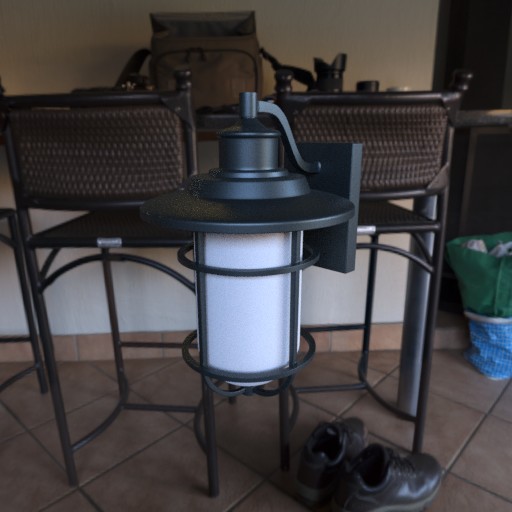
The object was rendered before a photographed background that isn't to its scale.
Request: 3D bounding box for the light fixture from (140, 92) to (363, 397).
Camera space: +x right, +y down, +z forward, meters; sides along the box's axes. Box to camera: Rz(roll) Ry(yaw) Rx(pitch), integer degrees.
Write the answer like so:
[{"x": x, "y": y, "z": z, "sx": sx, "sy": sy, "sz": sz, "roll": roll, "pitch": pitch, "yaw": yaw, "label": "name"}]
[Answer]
[{"x": 0.000, "y": 0.000, "z": 0.500, "sx": 0.222, "sy": 0.345, "sz": 0.252, "roll": 15, "pitch": 21, "yaw": 43, "label": "light fixture"}]
